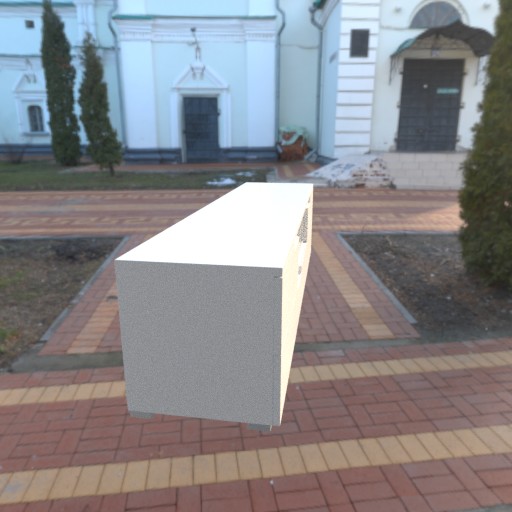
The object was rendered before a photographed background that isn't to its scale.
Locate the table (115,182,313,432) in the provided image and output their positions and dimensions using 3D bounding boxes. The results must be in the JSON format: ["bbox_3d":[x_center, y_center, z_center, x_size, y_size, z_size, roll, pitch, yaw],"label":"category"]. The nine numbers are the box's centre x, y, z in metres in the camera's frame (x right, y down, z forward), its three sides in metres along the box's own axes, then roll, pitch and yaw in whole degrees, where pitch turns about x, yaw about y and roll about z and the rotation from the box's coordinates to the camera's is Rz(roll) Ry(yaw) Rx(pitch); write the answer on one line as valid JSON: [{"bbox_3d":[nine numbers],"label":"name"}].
[{"bbox_3d":[0.000,0.000,1.832,0.390,0.420,1.650,3,16,9],"label":"table"}]
